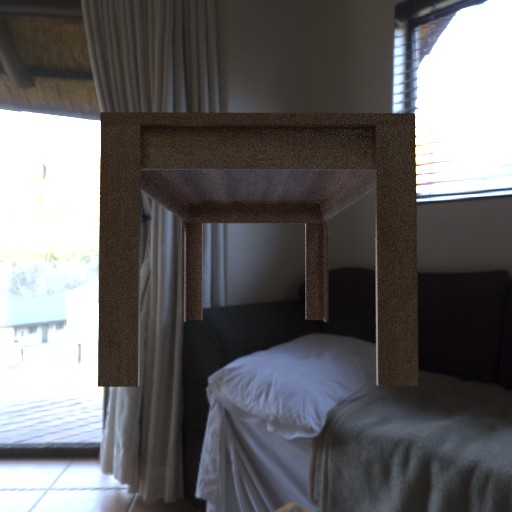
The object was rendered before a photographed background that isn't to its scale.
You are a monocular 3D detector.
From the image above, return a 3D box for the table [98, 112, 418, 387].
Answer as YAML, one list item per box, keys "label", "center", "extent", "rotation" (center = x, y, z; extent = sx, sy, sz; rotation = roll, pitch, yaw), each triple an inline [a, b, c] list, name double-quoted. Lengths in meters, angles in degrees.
- label: "table"
  center: [0.000, 0.000, 2.052]
  extent: [0.900, 0.775, 1.600]
  rotation: [0, -2, -1]
